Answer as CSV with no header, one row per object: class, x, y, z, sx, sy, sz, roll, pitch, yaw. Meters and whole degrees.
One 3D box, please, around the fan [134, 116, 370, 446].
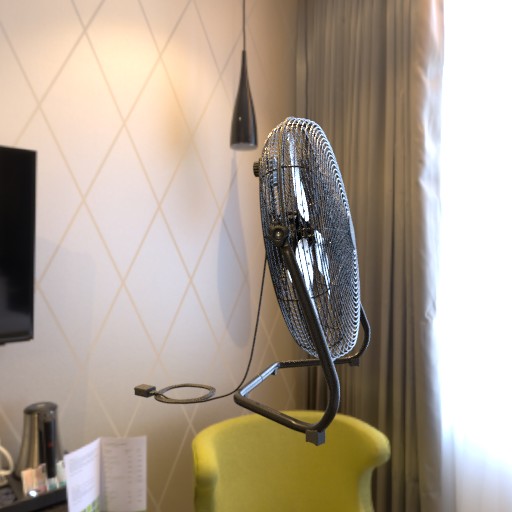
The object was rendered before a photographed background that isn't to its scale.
fan,0.000,0.000,1.032,0.470,0.605,0.595,0,0,19
